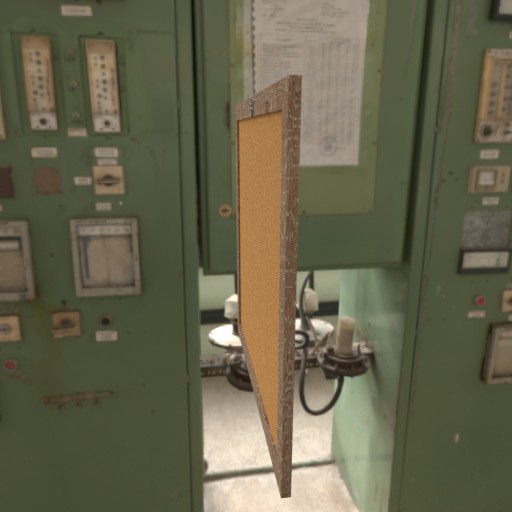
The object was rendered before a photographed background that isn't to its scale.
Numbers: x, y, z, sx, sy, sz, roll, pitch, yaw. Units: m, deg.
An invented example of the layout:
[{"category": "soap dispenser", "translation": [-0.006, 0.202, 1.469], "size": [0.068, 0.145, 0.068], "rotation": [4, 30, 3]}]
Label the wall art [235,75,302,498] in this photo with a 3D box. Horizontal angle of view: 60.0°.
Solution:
[{"category": "wall art", "translation": [0.000, 0.000, 0.563], "size": [0.012, 0.384, 0.384], "rotation": [-2, 16, -8]}]
